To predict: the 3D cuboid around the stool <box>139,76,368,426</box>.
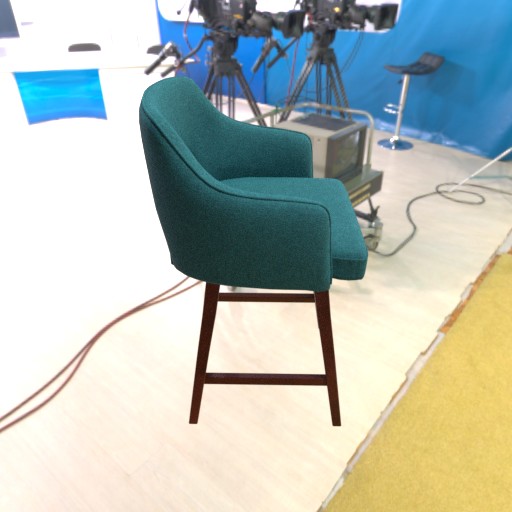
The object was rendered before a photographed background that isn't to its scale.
[{"bbox_3d":[0.000,0.000,1.326,0.556,0.961,0.548,1,33,1],"label":"stool"}]
